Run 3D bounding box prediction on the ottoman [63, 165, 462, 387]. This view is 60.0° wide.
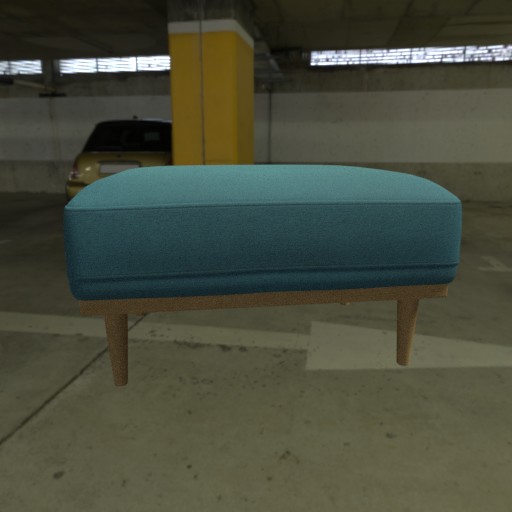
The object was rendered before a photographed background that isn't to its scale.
[{"bbox_3d":[0.000,0.000,1.075,0.749,0.428,0.549,-2,14,-8],"label":"ottoman"}]
